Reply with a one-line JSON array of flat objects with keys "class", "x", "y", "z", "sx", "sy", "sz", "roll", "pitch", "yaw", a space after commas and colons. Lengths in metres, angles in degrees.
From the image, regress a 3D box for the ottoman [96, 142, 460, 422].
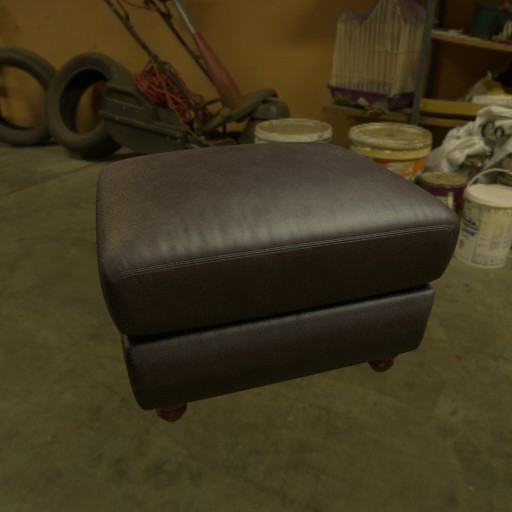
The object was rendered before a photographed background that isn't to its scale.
[{"class": "ottoman", "x": 0.000, "y": 0.000, "z": 1.255, "sx": 0.806, "sy": 0.569, "sz": 0.670, "roll": -8, "pitch": 29, "yaw": -15}]
